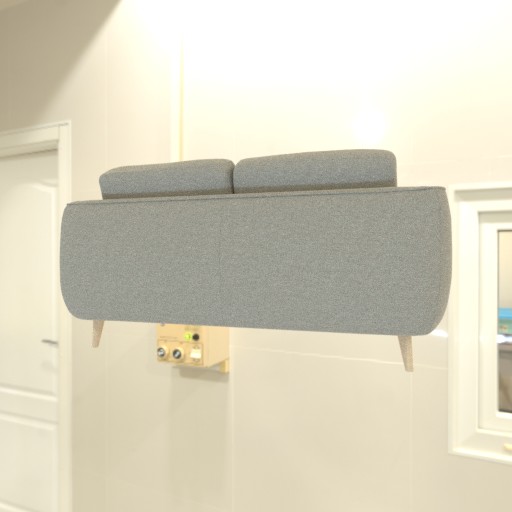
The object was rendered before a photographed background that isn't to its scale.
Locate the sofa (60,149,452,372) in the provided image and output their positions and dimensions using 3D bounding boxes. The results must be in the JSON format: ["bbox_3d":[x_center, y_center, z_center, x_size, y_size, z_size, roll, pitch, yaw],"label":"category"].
[{"bbox_3d":[0.000,0.000,2.154,1.700,0.850,0.920,0,0,18],"label":"sofa"}]
